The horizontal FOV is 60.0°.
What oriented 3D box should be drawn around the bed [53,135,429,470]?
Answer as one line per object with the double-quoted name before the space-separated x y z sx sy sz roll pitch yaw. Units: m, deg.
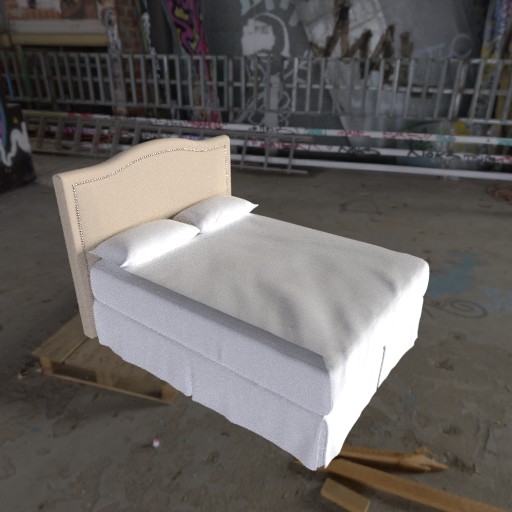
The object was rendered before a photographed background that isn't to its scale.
"bed" 0.000 0.000 3.294 2.143 1.460 1.753 18 31 33
